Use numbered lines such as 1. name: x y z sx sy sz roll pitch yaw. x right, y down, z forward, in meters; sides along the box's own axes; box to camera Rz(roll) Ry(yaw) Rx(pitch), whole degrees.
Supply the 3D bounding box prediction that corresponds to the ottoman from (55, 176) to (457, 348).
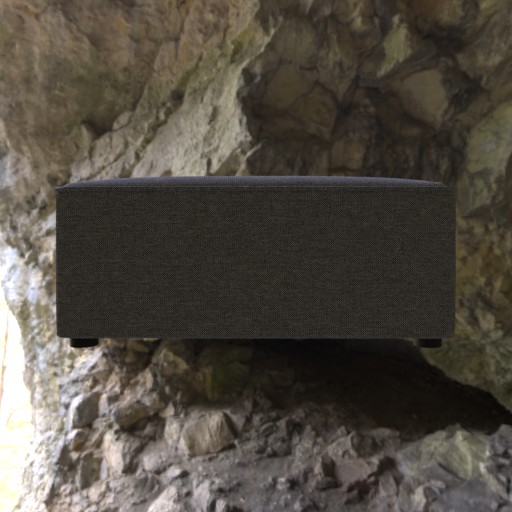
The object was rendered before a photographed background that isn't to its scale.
1. ottoman: 0.000 0.000 1.572 1.005 0.455 1.005 0 0 0
